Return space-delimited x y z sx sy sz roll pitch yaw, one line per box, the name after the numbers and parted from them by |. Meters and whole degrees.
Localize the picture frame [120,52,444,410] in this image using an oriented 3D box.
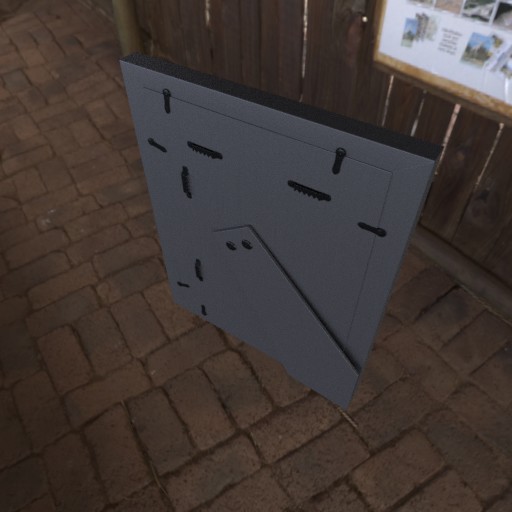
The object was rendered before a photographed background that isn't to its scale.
0.000 0.000 0.511 0.307 0.383 0.036 25 52 22 | picture frame
